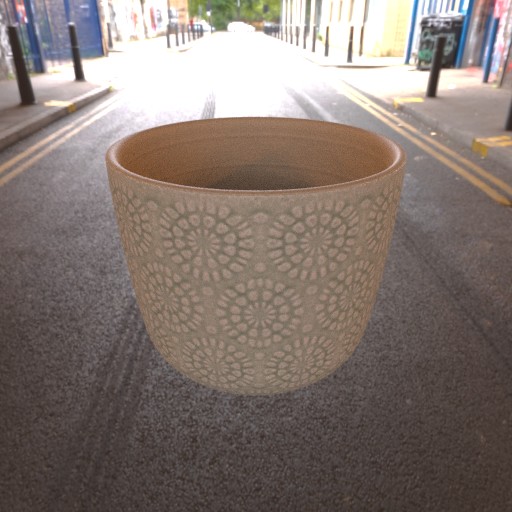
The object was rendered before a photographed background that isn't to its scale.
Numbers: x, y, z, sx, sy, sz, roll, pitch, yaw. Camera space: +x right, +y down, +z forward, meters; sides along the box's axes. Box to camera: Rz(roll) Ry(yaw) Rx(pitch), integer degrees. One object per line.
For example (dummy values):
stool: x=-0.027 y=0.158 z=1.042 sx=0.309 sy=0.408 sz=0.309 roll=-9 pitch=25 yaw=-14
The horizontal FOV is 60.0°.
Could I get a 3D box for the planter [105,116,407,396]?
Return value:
planter: x=0.000 y=0.000 z=0.215 sx=0.124 sy=0.109 sz=0.124 roll=0 pitch=28 yaw=0
